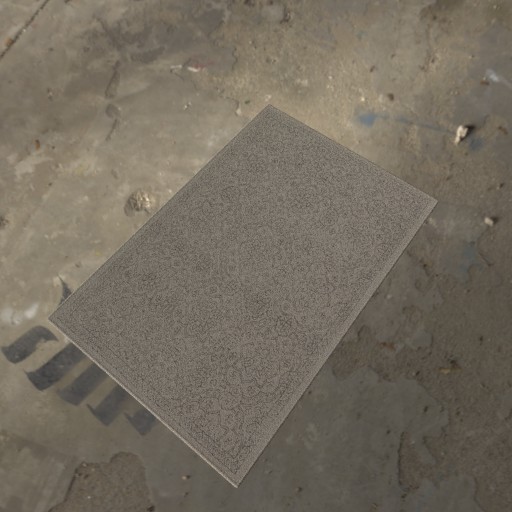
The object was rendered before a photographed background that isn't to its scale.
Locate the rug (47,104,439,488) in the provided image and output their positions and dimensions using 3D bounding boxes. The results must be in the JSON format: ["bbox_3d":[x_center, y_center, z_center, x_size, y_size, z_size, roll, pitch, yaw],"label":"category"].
[{"bbox_3d":[0.000,0.000,2.355,1.219,0.010,1.829,35,68,16],"label":"rug"}]
